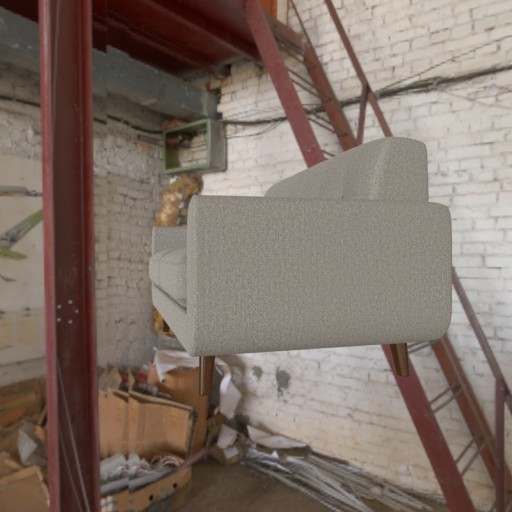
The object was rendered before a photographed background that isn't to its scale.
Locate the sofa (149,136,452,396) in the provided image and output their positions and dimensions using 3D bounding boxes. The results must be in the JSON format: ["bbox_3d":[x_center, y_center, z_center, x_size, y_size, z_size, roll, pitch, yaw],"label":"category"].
[{"bbox_3d":[0.000,0.000,2.206,0.952,0.925,1.651,0,0,-17],"label":"sofa"}]
